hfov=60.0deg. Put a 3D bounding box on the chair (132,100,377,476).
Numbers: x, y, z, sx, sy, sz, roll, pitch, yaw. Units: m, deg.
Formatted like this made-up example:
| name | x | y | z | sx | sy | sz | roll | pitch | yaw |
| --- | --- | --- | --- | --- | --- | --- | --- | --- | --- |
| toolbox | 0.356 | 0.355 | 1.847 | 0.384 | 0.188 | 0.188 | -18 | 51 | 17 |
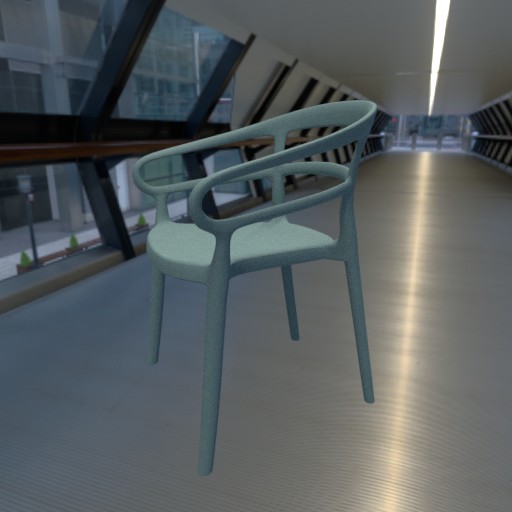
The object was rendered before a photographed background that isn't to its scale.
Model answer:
| name | x | y | z | sx | sy | sz | roll | pitch | yaw |
| --- | --- | --- | --- | --- | --- | --- | --- | --- | --- |
| chair | 0.000 | 0.000 | 1.135 | 0.527 | 0.761 | 0.559 | -8 | 18 | -24 |
